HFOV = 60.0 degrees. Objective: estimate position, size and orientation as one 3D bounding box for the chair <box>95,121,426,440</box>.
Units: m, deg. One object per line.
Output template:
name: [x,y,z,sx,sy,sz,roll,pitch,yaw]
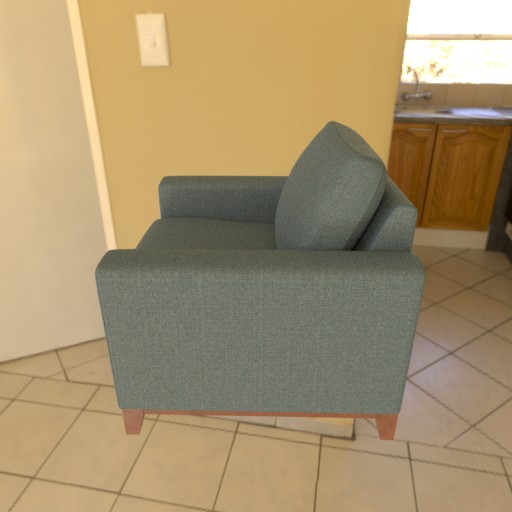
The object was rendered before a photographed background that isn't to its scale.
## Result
chair: [0.000,0.000,1.855,1.038,1.010,1.024,1,26,1]
